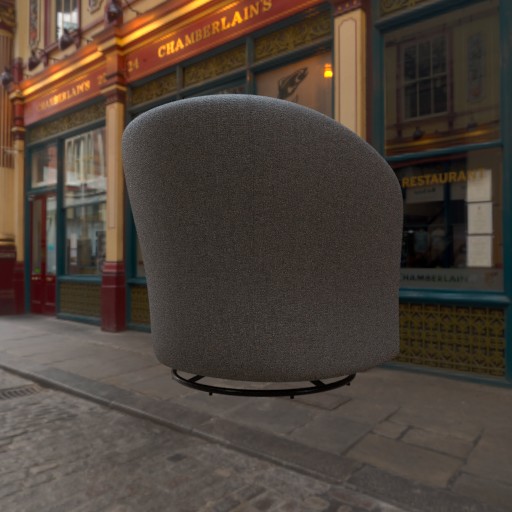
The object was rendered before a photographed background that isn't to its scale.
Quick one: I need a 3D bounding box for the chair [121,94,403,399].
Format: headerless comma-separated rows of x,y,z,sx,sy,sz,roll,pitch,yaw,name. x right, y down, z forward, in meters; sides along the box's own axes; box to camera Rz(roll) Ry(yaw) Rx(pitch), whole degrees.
0.000,0.000,1.437,0.791,0.771,0.815,-1,-2,38,chair
